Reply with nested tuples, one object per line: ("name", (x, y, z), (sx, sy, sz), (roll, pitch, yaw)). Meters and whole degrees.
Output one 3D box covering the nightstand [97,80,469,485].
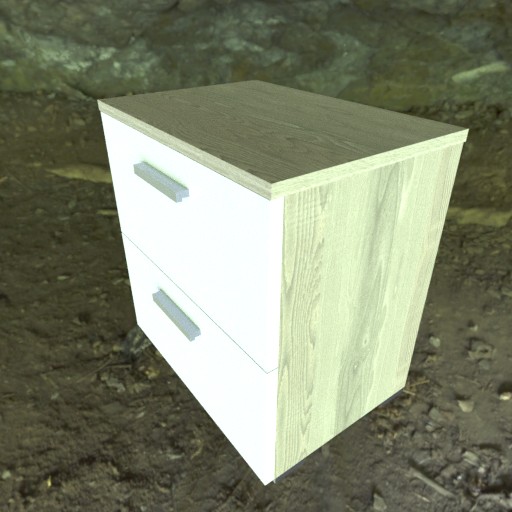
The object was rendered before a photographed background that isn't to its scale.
("nightstand", (0.000, 0.000, 0.733), (0.325, 0.461, 0.442), (-21, 36, -31))
